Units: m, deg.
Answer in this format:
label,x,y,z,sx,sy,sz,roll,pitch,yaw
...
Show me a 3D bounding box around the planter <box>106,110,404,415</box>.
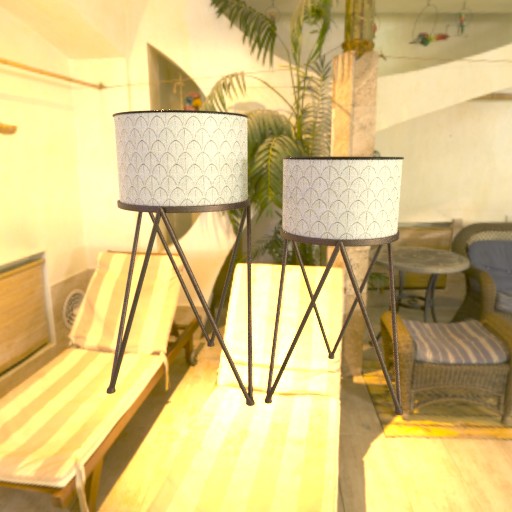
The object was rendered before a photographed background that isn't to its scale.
label,x,y,z,sx,sy,sz,roll,pitch,yaw
planter,0.000,0.000,1.180,0.769,0.712,0.413,2,13,9
